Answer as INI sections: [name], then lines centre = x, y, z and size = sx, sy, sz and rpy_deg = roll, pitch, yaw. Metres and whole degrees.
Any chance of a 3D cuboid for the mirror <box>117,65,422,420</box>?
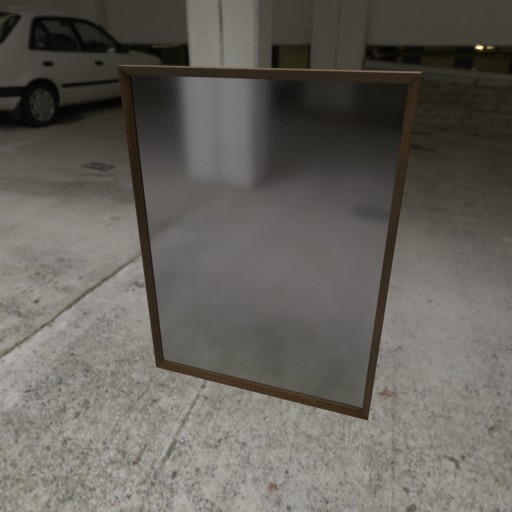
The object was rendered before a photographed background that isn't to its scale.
[mirror]
centre = 0.000, 0.000, 1.300
size = 0.762, 1.016, 0.041
rpy_deg = 9, 28, 17
